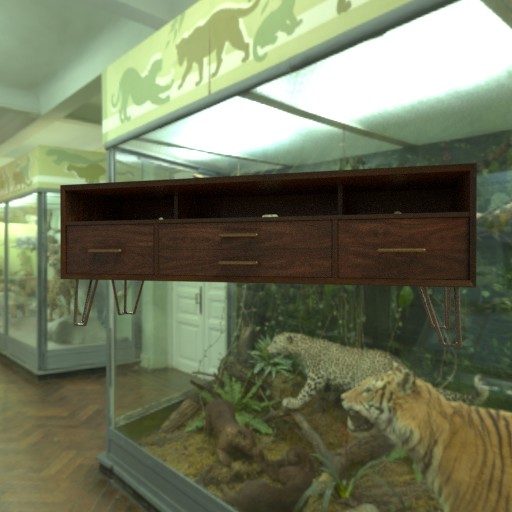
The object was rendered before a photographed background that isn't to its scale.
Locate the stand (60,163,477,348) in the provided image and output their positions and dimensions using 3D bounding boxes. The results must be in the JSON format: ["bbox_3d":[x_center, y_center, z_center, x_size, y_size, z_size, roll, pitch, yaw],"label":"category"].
[{"bbox_3d":[0.000,0.000,1.883,1.626,0.610,0.481,0,0,17],"label":"stand"}]
